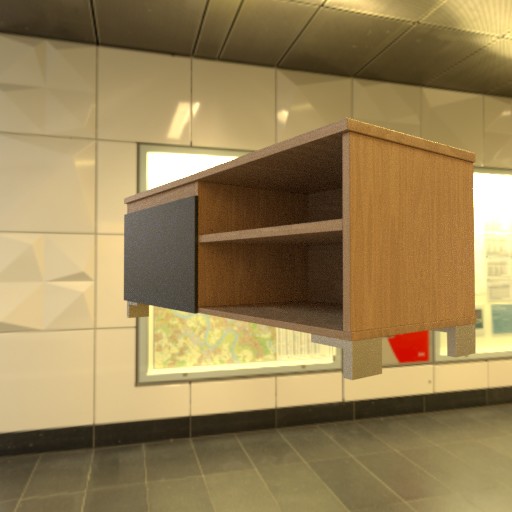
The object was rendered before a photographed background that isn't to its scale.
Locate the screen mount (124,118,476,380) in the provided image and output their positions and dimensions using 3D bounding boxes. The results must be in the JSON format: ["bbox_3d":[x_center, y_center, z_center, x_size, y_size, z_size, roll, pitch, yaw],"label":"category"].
[{"bbox_3d":[0.000,0.000,1.282,0.406,0.432,1.084,1,-1,-35],"label":"screen mount"}]
